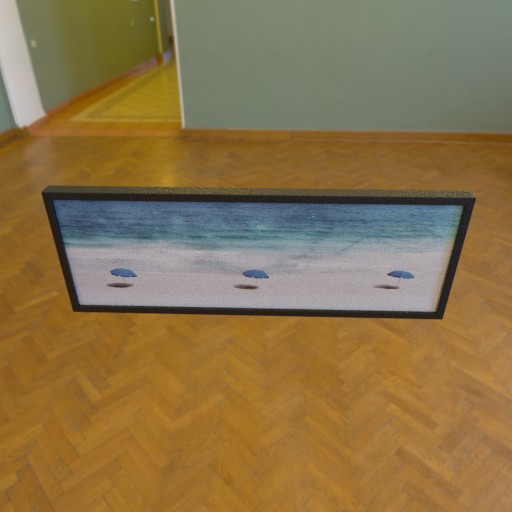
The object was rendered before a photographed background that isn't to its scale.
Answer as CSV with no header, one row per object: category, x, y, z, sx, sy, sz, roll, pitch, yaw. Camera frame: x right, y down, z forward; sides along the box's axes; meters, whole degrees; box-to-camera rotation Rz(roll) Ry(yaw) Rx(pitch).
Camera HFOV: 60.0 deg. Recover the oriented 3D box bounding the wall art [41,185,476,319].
wall art,0.000,0.000,0.968,0.860,0.303,0.037,1,31,2
